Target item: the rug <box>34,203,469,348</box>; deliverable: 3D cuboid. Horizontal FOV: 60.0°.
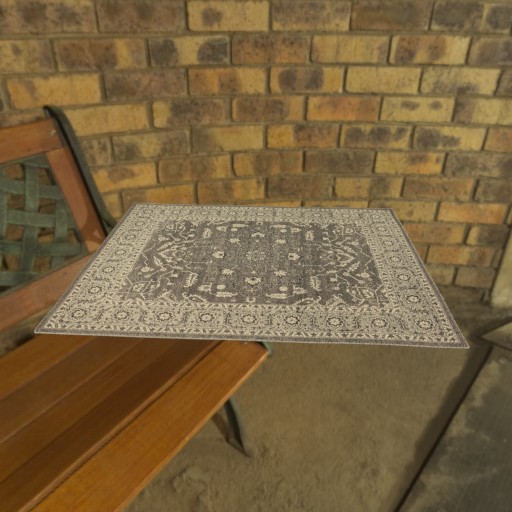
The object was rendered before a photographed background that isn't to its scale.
[{"bbox_3d":[0.000,0.000,4.165,3.069,0.026,2.451,1,29,3],"label":"rug"}]
